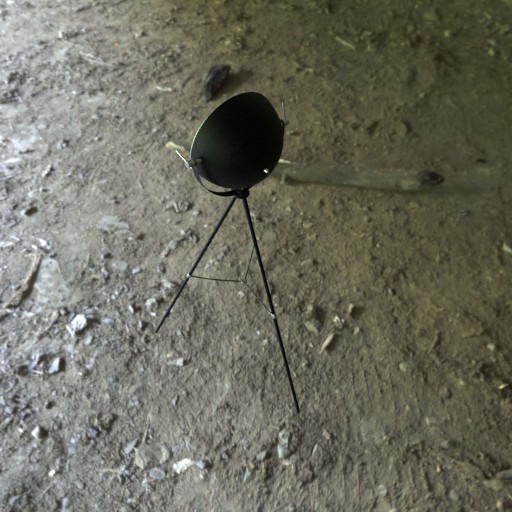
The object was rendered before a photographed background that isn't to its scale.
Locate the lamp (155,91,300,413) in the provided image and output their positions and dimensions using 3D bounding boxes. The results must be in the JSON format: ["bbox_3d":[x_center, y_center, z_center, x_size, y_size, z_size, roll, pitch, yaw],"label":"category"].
[{"bbox_3d":[0.000,0.000,2.050,0.817,1.512,0.920,-31,53,-26],"label":"lamp"}]
